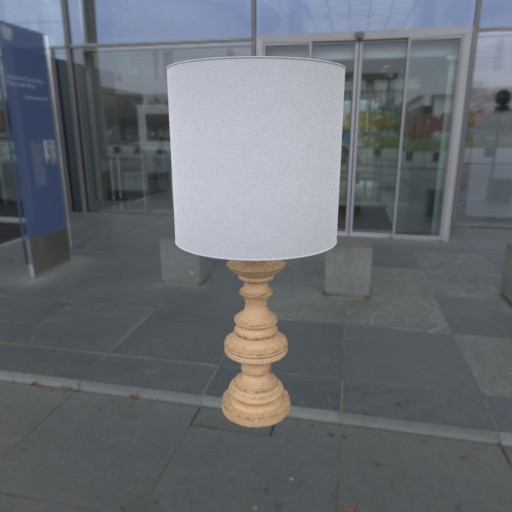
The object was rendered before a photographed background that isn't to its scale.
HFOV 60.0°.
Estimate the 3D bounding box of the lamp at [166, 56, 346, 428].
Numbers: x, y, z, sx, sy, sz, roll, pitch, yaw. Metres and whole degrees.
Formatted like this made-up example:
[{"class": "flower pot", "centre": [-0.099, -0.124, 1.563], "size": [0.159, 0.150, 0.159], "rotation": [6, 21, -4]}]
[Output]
[{"class": "lamp", "centre": [0.000, 0.000, 0.585], "size": [0.208, 0.455, 0.208], "rotation": [8, 18, 26]}]
